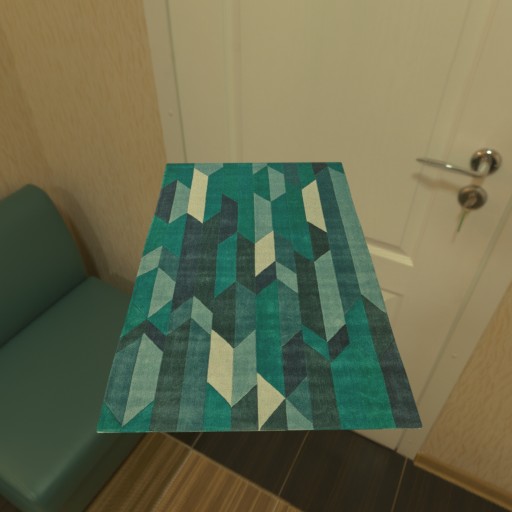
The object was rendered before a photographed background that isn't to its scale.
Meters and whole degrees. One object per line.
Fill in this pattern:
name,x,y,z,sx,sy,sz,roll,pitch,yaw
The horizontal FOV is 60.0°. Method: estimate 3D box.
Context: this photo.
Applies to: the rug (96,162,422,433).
rug,0.000,0.000,2.954,1.528,0.005,2.420,-1,42,-1
